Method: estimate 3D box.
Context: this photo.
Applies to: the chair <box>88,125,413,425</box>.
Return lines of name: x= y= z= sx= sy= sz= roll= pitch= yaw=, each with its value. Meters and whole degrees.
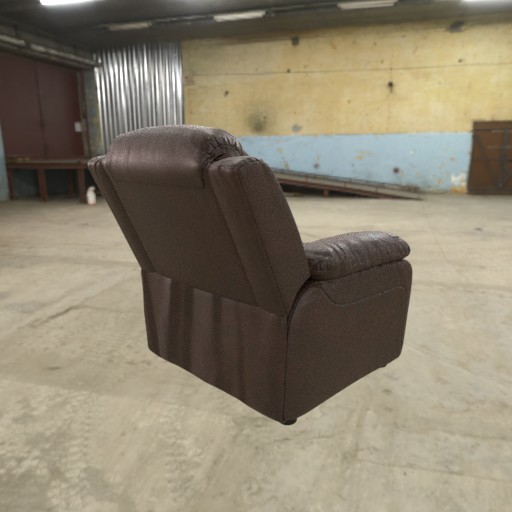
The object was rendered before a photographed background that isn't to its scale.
chair: x=0.000 y=0.000 z=1.280 sx=0.680 sy=0.702 sz=0.707 roll=13 pitch=18 yaw=43
